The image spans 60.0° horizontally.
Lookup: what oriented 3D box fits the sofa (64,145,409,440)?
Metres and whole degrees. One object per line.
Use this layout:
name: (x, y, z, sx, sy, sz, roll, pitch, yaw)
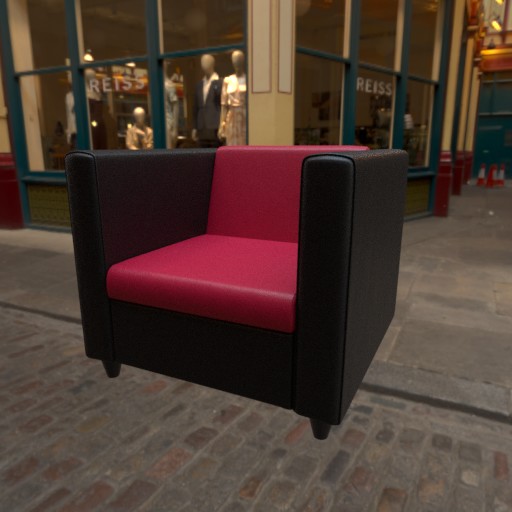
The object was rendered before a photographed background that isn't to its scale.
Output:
sofa: (0.000, 0.000, 1.500, 0.839, 0.724, 0.809, 7, 16, 25)
